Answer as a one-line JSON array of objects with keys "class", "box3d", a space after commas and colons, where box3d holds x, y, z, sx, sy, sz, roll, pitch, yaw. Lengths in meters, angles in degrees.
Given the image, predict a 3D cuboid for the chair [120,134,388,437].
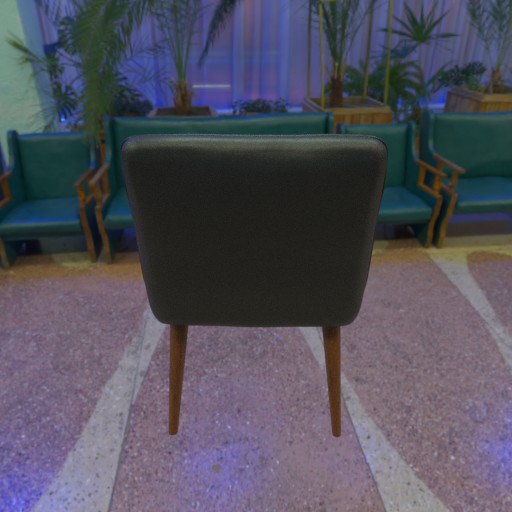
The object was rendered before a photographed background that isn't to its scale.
[{"class": "chair", "box3d": [0.000, 0.000, 1.222, 0.543, 0.801, 0.645, -2, 29, -3]}]
